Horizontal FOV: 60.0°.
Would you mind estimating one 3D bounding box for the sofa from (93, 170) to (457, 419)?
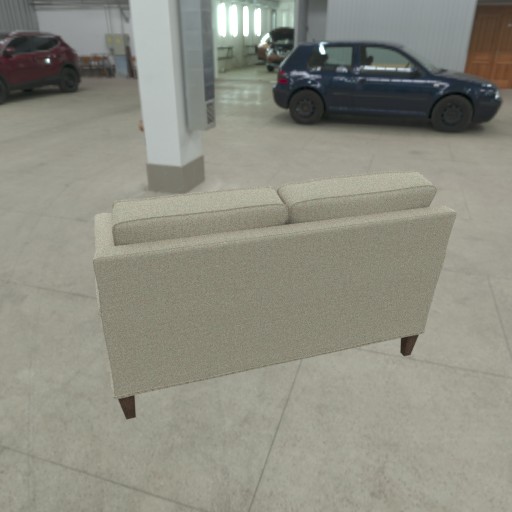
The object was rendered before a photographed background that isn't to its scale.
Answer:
[{"bbox_3d":[0.000,0.000,2.320,1.597,1.003,1.084,-8,28,-16],"label":"sofa"}]
